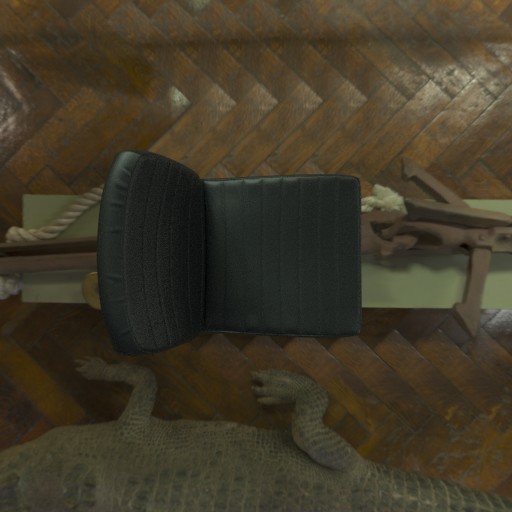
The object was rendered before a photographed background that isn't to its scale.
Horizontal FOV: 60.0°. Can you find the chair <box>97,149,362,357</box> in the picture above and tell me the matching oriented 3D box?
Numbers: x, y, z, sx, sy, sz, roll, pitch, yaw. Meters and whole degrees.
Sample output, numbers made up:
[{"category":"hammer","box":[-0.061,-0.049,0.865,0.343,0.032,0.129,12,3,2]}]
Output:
[{"category":"chair","box":[0.000,0.000,1.219,0.572,0.872,0.450,0,89,0]}]
